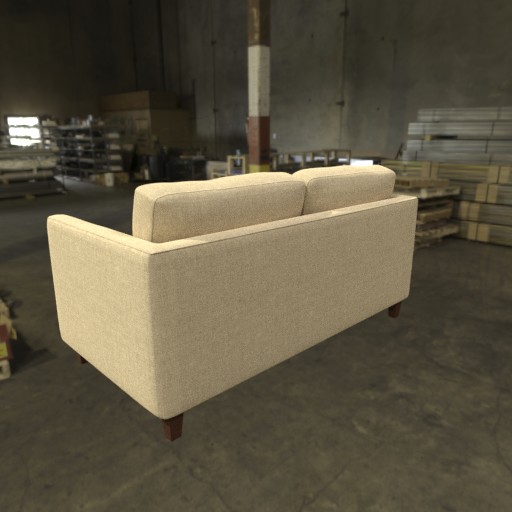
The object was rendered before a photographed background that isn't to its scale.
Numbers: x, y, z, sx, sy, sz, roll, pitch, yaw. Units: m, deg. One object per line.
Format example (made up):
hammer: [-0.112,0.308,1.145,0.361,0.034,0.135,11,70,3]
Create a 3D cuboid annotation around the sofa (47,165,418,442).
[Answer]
sofa: [0.000,0.000,2.443,1.884,0.963,0.950,-15,21,-42]
